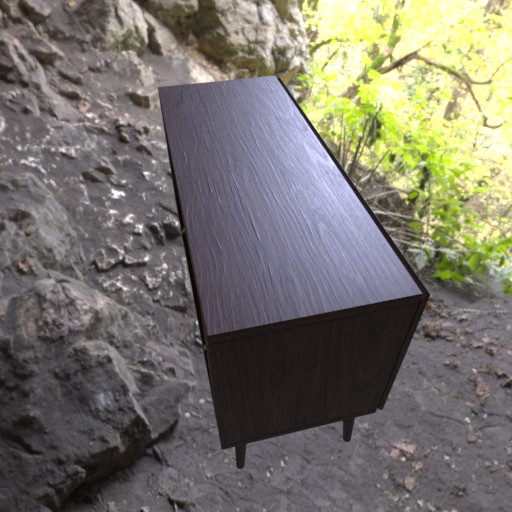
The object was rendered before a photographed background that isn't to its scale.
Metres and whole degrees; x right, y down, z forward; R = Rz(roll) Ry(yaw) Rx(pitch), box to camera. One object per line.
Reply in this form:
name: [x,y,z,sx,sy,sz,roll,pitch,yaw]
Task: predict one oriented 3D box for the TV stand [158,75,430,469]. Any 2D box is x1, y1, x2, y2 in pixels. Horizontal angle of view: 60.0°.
TV stand: [0.000,0.000,1.331,0.405,0.660,0.990,-10,45,-10]
